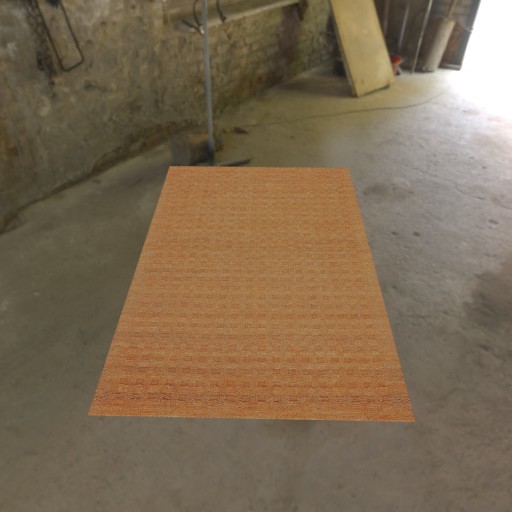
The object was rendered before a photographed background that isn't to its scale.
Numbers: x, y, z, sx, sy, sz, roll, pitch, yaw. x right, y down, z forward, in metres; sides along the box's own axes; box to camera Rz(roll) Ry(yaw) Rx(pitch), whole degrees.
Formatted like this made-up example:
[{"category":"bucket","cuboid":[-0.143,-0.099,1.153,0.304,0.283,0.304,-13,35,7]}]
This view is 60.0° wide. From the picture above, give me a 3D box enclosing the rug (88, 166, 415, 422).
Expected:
[{"category":"rug","cuboid":[0.000,0.000,2.922,1.524,0.006,2.285,1,41,1]}]
